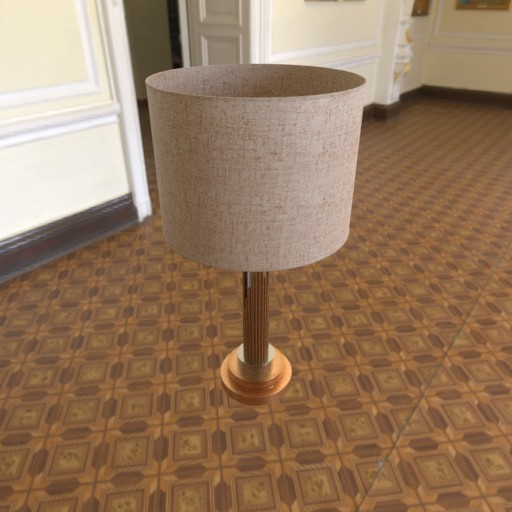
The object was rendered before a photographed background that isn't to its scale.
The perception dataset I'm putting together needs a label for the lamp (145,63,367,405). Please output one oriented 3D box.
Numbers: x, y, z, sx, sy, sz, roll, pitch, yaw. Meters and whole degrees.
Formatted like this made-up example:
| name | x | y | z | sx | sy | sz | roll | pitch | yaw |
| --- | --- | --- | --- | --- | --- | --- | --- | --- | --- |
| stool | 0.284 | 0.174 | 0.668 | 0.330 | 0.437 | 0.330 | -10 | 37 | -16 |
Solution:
| name | x | y | z | sx | sy | sz | roll | pitch | yaw |
| --- | --- | --- | --- | --- | --- | --- | --- | --- | --- |
| lamp | 0.000 | 0.000 | 0.808 | 0.321 | 0.610 | 0.321 | -22 | 37 | -33 |
